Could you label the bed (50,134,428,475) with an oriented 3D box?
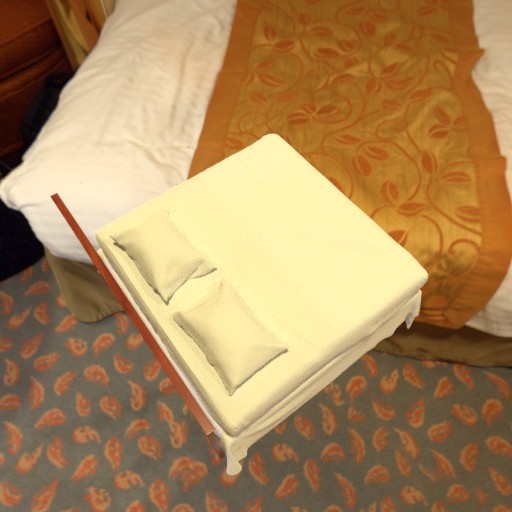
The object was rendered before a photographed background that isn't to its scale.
[{"bbox_3d":[0.000,0.000,3.632,2.219,1.271,2.314,-33,64,-18],"label":"bed"}]
